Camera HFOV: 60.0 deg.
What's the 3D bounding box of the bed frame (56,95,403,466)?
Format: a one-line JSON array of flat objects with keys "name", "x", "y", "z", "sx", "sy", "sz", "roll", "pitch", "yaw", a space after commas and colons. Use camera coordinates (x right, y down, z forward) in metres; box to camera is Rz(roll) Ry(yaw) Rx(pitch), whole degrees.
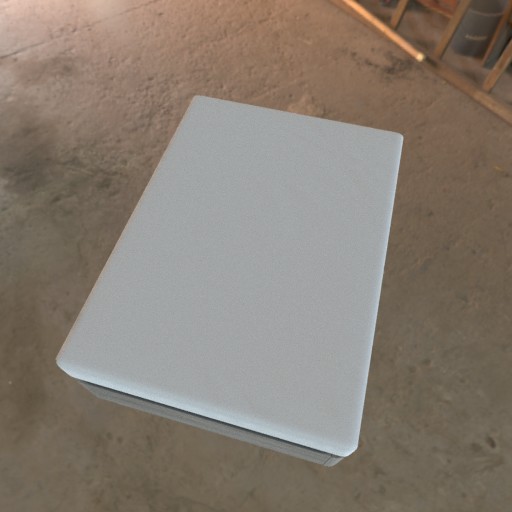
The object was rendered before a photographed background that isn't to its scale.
[{"name": "bed frame", "x": 0.000, "y": 0.000, "z": 2.586, "sx": 1.400, "sy": 0.561, "sz": 1.900, "roll": 13, "pitch": 60, "yaw": 8}]
